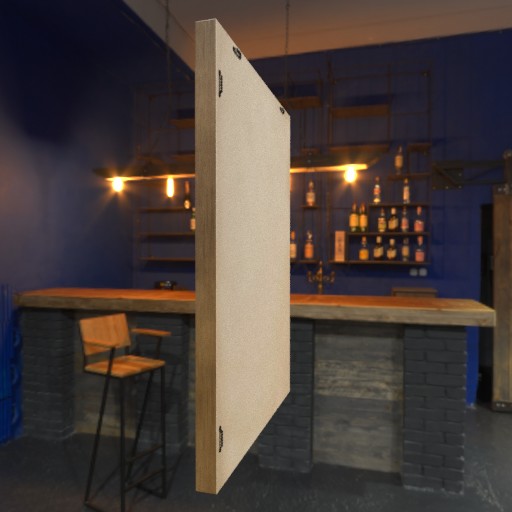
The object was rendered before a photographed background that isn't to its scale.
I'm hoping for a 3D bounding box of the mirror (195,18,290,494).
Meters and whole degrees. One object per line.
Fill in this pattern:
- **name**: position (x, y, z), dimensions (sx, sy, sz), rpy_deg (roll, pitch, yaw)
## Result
- **mirror**: position (0.000, 0.000, 0.907), dimensions (0.039, 0.711, 0.508), rpy_deg (0, 1, 17)
